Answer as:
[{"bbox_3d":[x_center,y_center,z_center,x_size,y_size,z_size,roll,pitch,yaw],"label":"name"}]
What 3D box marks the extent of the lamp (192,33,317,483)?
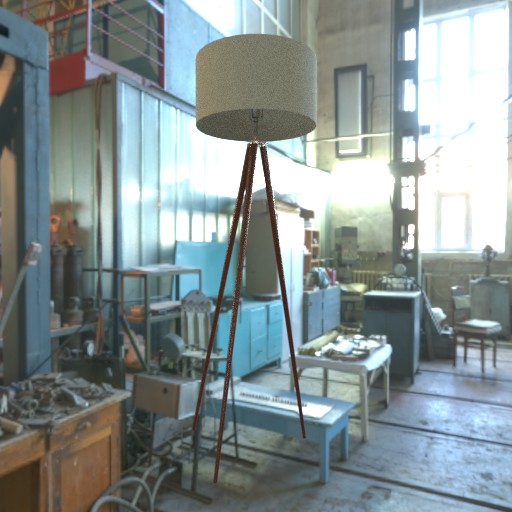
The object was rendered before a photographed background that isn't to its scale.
[{"bbox_3d":[0.000,0.000,1.794,0.483,1.553,0.483,0,1,-17],"label":"lamp"}]
